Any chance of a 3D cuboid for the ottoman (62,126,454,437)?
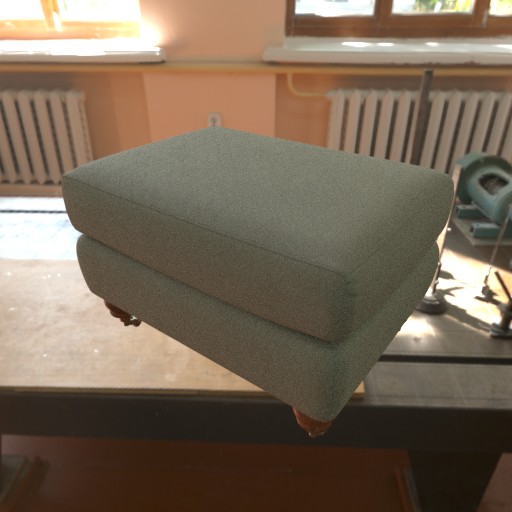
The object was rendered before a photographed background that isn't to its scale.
[{"bbox_3d":[0.000,0.000,1.122,0.773,0.504,0.569,21,36,31],"label":"ottoman"}]
